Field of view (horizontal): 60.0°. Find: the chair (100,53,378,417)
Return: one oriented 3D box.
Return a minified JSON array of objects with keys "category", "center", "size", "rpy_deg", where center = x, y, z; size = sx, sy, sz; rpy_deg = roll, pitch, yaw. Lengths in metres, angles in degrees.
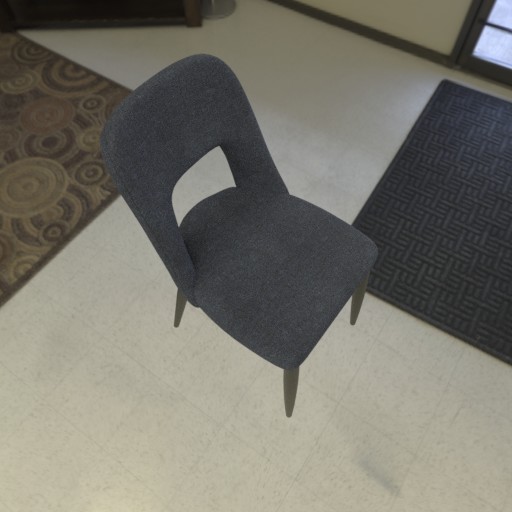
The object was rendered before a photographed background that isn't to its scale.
[{"category":"chair","center":[0.000,0.000,1.279],"size":[0.612,0.931,0.470],"rpy_deg":[33,64,19]}]
